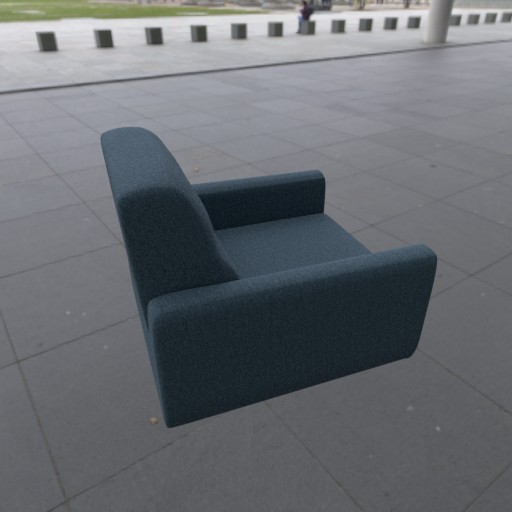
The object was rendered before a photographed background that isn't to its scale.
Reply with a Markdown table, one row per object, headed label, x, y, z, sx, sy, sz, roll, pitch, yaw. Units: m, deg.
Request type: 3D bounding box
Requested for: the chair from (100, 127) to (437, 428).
| label | x | y | z | sx | sy | sz | roll | pitch | yaw |
| --- | --- | --- | --- | --- | --- | --- | --- | --- | --- |
| chair | 0.000 | 0.000 | 1.698 | 0.964 | 0.940 | 0.880 | -11 | 33 | -17 |
